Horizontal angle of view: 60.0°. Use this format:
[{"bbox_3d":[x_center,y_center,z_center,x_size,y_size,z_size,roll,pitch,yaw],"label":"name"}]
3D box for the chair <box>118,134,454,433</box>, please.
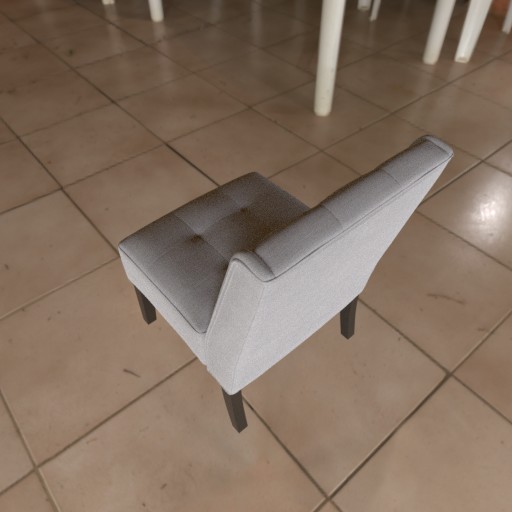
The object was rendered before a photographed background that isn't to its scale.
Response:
[{"bbox_3d":[0.000,0.000,1.291,0.569,0.853,0.676,-33,55,-26],"label":"chair"}]
